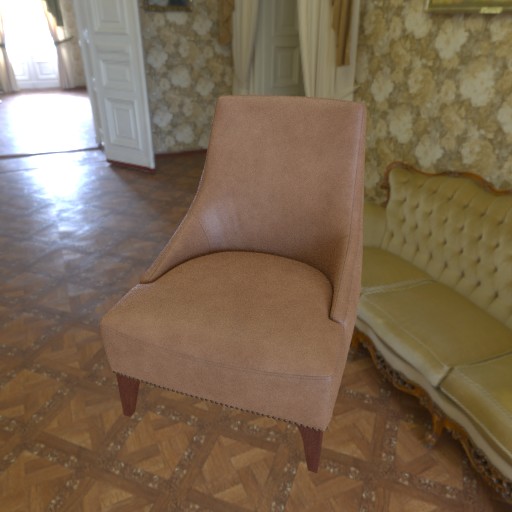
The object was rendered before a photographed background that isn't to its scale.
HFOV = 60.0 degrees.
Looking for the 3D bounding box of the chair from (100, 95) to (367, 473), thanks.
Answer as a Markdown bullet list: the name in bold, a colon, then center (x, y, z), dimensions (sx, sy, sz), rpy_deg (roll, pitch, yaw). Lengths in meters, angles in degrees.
- **chair**: center (0.000, 0.000, 1.478), dimensions (0.701, 0.909, 0.861), rpy_deg (9, 29, 17)
